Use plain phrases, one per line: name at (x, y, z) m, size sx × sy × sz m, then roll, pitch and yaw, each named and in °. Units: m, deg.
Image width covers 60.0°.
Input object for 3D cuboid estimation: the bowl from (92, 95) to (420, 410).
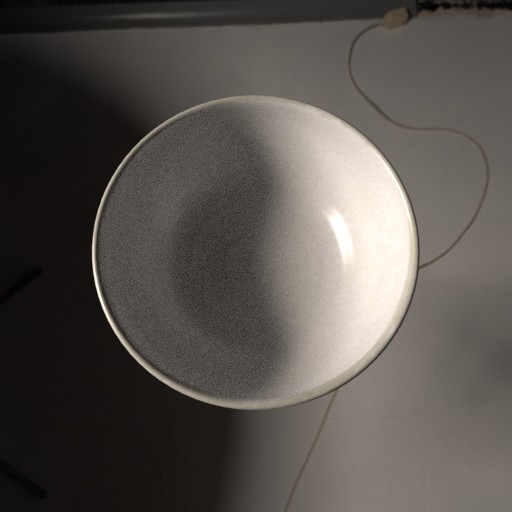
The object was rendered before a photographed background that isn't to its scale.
bowl at (0.000, 0.000, 0.420) m, size 0.268 × 0.121 × 0.268 m, roll 0°, pitch 75°, yaw 0°
